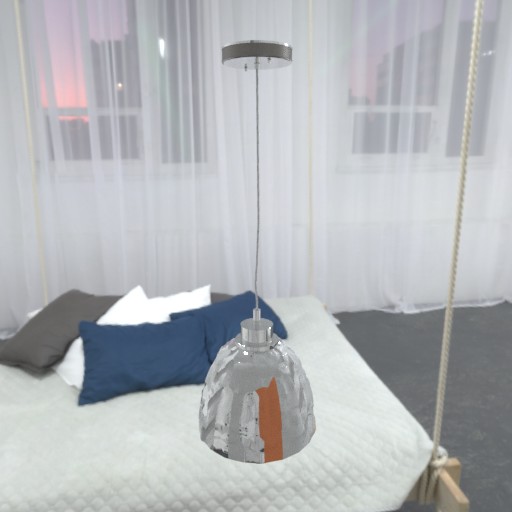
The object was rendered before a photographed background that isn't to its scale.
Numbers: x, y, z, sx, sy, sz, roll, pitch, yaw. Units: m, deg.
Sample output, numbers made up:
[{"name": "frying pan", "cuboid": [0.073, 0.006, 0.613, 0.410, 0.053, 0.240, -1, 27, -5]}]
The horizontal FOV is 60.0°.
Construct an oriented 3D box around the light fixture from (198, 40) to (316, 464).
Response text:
[{"name": "light fixture", "cuboid": [0.000, 0.000, 1.747, 0.500, 1.511, 0.496, -7, 15, -27]}]
